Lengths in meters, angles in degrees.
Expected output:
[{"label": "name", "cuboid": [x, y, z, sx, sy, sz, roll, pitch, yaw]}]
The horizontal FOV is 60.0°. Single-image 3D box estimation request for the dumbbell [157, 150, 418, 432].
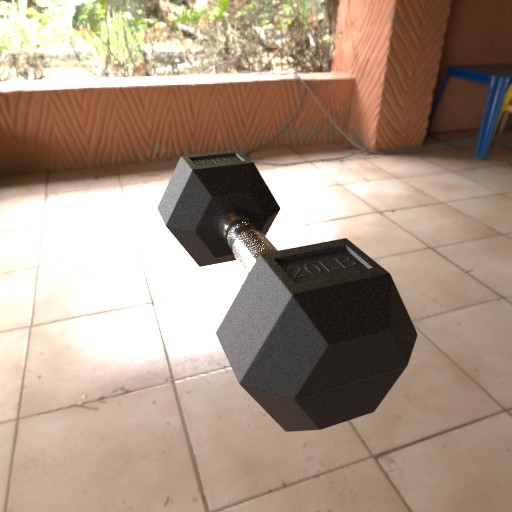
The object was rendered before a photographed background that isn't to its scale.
[{"label": "dumbbell", "cuboid": [0.000, 0.000, 0.360, 0.116, 0.101, 0.297, -10, 31, -18]}]
